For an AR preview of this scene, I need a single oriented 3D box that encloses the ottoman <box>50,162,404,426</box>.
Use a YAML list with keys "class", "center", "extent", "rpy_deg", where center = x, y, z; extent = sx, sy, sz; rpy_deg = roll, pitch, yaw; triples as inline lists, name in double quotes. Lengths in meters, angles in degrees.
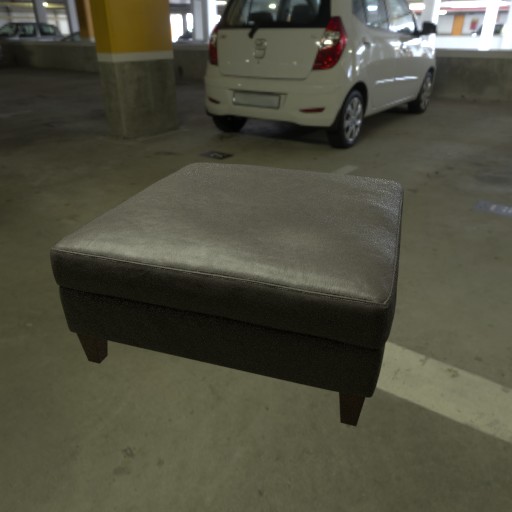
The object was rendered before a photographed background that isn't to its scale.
- class: "ottoman"
  center: [0.000, 0.000, 1.376]
  extent: [0.836, 0.415, 0.844]
  rpy_deg: [8, 28, 16]
